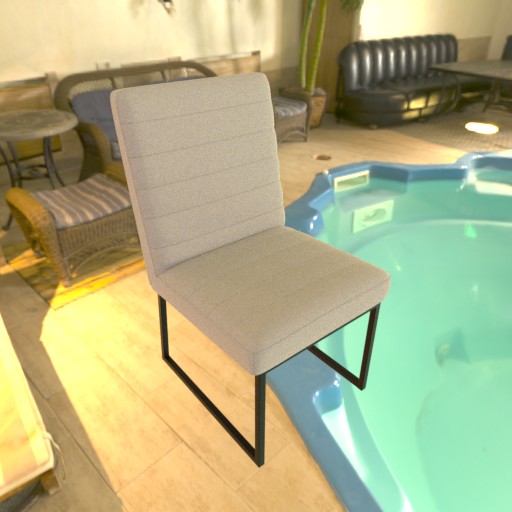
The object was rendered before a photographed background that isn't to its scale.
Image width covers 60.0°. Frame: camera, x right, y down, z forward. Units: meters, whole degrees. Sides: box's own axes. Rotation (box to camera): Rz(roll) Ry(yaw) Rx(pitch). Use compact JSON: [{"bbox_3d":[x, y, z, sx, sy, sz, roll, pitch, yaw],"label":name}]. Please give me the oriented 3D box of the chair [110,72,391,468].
[{"bbox_3d":[0.000,0.000,1.325,0.520,0.930,0.634,-22,37,-33],"label":"chair"}]
